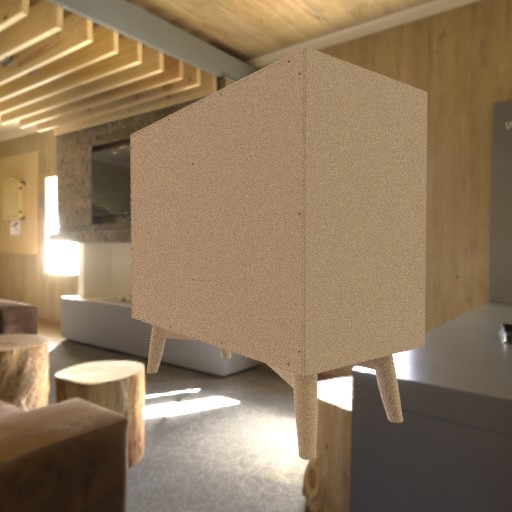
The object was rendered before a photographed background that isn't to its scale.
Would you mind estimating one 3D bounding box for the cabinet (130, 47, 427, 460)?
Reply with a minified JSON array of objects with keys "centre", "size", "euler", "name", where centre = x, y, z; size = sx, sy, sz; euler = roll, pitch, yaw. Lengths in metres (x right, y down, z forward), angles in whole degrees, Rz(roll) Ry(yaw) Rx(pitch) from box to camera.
[{"centre":[0.000,0.000,1.226],"size":[0.398,0.761,0.800],"euler":[-1,2,-38],"name":"cabinet"}]
